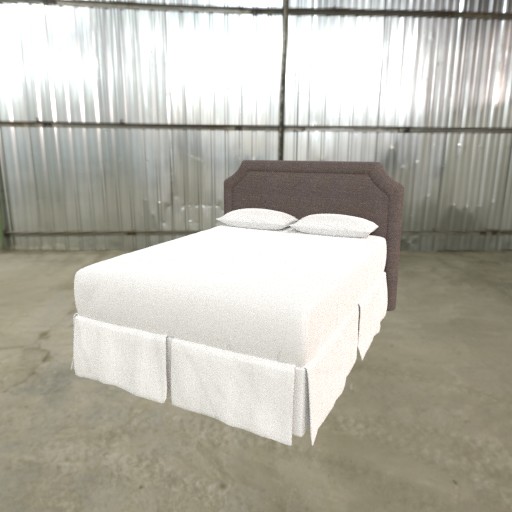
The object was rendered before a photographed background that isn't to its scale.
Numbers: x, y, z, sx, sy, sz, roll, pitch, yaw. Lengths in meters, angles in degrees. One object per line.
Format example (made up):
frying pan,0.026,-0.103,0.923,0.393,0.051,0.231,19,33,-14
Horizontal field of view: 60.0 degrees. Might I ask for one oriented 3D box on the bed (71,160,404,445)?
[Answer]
bed,0.000,0.000,3.196,1.693,1.290,2.116,7,15,26
